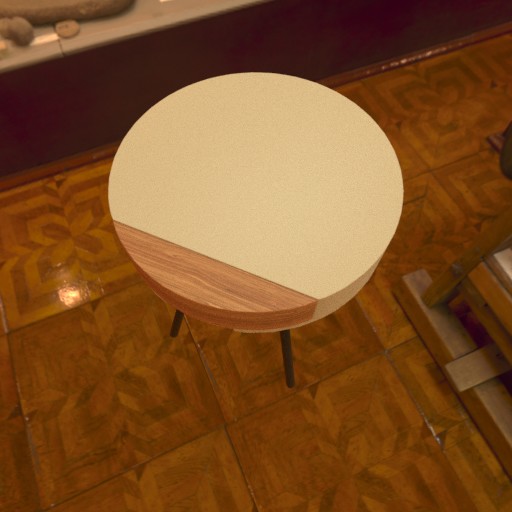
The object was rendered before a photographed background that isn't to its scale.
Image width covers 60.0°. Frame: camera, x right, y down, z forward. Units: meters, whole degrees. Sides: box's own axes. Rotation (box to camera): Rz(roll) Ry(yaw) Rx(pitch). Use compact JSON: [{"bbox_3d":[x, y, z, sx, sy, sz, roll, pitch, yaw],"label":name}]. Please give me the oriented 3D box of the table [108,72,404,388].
[{"bbox_3d":[0.000,0.000,0.889,0.450,0.525,0.450,0,62,0],"label":"table"}]
